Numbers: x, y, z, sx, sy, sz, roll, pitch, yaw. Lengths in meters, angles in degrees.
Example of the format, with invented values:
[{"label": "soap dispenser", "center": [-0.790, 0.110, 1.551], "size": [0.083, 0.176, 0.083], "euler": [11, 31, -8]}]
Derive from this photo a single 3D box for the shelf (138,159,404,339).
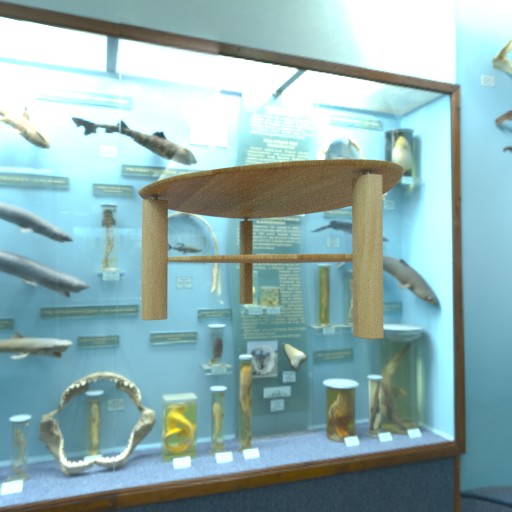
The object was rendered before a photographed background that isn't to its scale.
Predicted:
[{"label": "shelf", "center": [0.000, 0.000, 1.636], "size": [0.845, 0.440, 1.246], "euler": [0, -2, -17]}]
